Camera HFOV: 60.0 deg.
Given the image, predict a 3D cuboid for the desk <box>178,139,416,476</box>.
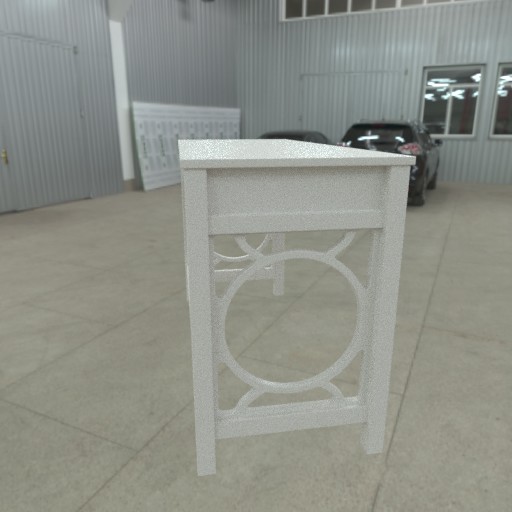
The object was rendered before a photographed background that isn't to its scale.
[{"bbox_3d":[0.000,0.000,1.569,0.504,0.762,1.191,-3,17,-9],"label":"desk"}]
